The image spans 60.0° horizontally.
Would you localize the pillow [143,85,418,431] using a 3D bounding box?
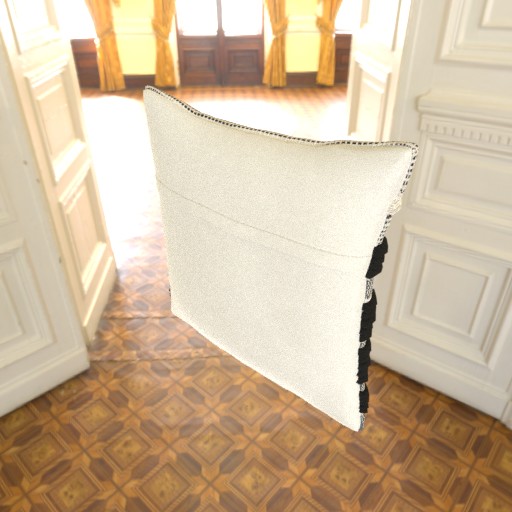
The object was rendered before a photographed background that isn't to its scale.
[{"bbox_3d":[0.000,0.000,0.670,0.436,0.438,0.156,25,40,34],"label":"pillow"}]
